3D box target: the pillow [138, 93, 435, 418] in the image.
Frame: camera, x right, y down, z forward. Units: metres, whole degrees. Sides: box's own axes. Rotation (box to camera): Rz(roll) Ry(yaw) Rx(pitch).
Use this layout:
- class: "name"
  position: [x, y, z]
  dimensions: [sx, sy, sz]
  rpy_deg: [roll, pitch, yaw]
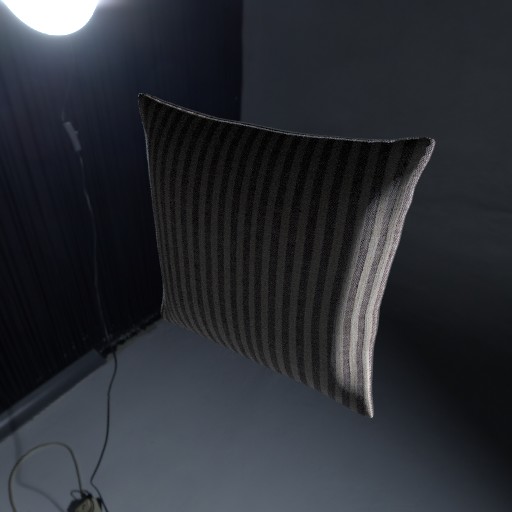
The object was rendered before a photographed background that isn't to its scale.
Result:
- class: "pillow"
  position: [0.000, 0.000, 0.795]
  dimensions: [0.523, 0.506, 0.166]
  rpy_deg: [19, 36, 28]
